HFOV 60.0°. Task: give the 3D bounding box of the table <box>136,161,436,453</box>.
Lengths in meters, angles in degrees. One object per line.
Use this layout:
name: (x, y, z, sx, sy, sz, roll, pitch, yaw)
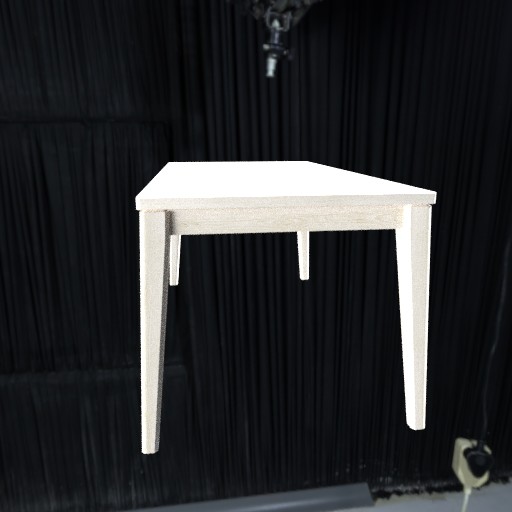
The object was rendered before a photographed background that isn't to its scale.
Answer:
table: (0.000, 0.000, 2.043, 0.900, 0.760, 1.600, -2, 15, -7)
